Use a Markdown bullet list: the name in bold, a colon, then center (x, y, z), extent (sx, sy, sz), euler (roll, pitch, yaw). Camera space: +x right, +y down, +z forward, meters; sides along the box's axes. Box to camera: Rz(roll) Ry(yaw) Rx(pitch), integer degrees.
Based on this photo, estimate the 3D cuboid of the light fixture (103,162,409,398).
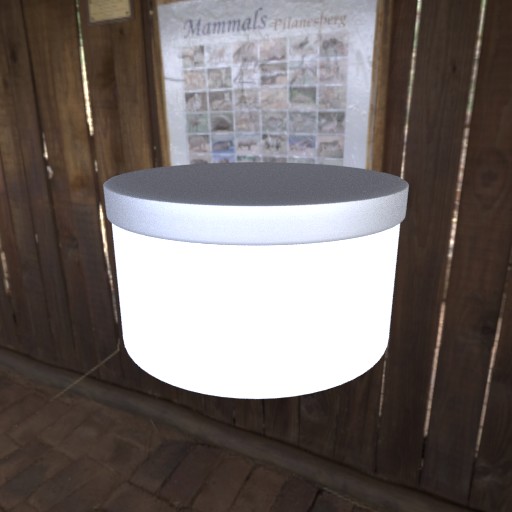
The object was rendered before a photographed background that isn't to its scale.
- **light fixture**: center (0.000, 0.000, 0.634), extent (0.393, 0.229, 0.393), euler (0, 17, 0)
